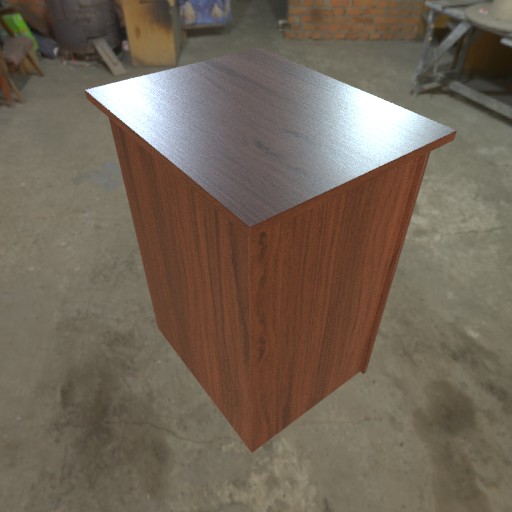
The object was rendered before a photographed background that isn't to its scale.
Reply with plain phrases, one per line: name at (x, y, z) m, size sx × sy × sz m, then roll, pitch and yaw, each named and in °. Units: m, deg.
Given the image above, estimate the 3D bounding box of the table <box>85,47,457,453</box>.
table at (0.000, 0.000, 0.923) m, size 0.381 × 0.636 × 0.480 m, roll -27°, pitch 49°, yaw -27°
